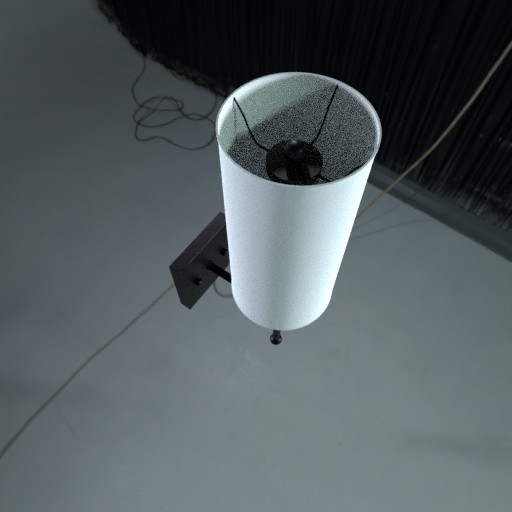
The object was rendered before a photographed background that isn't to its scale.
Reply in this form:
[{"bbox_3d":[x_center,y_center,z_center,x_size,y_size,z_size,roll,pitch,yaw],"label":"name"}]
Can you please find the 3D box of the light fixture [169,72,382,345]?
[{"bbox_3d":[0.000,0.000,0.552,0.208,0.462,0.128,31,63,18],"label":"light fixture"}]
